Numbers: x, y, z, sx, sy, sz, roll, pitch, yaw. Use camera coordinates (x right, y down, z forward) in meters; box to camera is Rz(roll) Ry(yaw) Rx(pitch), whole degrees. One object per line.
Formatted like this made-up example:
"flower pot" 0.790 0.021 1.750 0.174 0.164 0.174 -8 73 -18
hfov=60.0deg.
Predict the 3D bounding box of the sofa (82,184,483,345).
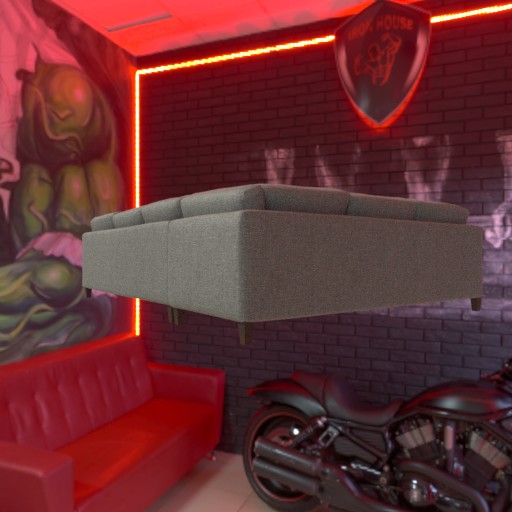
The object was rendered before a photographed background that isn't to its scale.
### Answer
"sofa" 0.000 0.000 4.442 2.593 0.947 3.302 0 0 -36
